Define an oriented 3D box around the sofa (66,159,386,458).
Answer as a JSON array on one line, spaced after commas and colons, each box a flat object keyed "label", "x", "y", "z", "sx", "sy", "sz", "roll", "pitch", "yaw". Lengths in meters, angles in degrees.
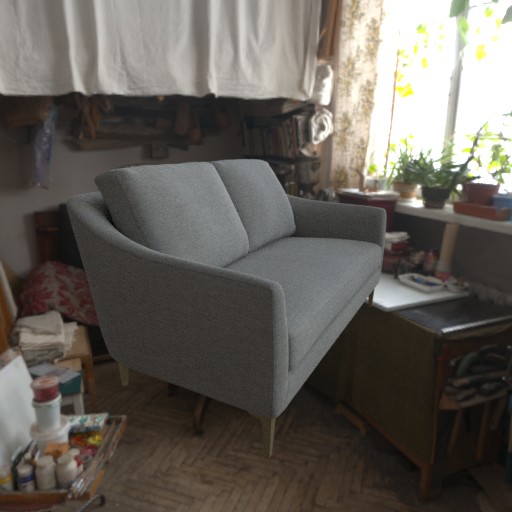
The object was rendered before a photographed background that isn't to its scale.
[{"label": "sofa", "x": 0.000, "y": 0.000, "z": 2.166, "sx": 0.960, "sy": 0.904, "sz": 1.619, "roll": 7, "pitch": 16, "yaw": 26}]
